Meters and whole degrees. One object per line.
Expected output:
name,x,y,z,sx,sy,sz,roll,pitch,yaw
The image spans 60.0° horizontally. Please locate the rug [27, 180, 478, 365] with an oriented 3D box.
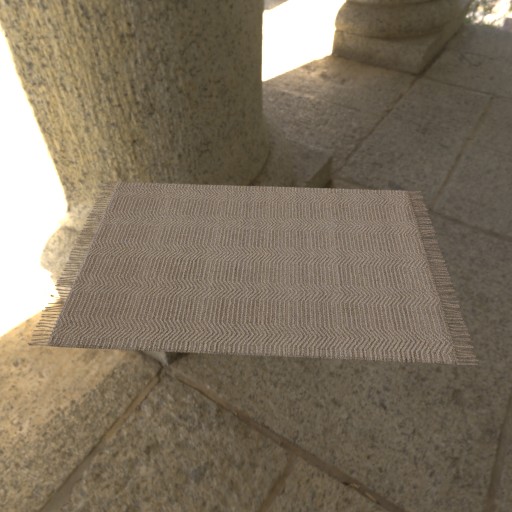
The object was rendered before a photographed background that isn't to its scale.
rug,0.000,0.000,2.973,2.523,0.034,1.528,2,46,2
